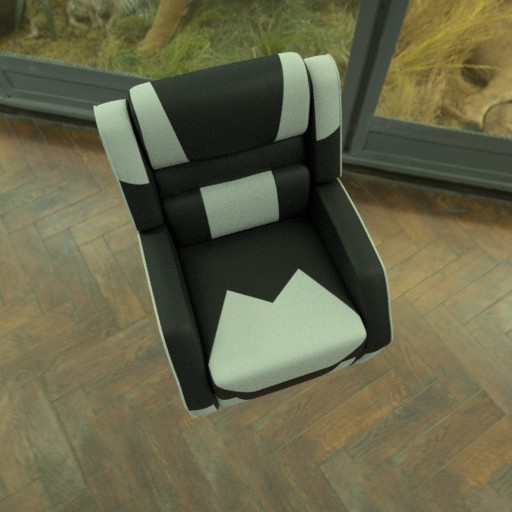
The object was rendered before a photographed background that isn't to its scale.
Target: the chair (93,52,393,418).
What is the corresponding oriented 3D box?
[{"bbox_3d":[0.000,0.000,1.271,0.620,0.805,0.672,-16,63,-8],"label":"chair"}]
